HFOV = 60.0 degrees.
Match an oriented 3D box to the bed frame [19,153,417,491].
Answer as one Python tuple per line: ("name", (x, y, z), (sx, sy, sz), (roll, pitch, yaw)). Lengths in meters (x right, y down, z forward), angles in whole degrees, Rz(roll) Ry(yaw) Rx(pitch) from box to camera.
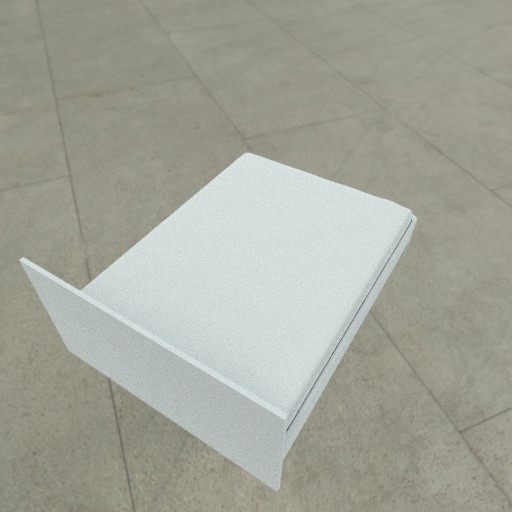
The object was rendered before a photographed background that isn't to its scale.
("bed frame", (0.000, 0.000, 2.738), (1.490, 0.800, 1.950), (24, 50, 22))
